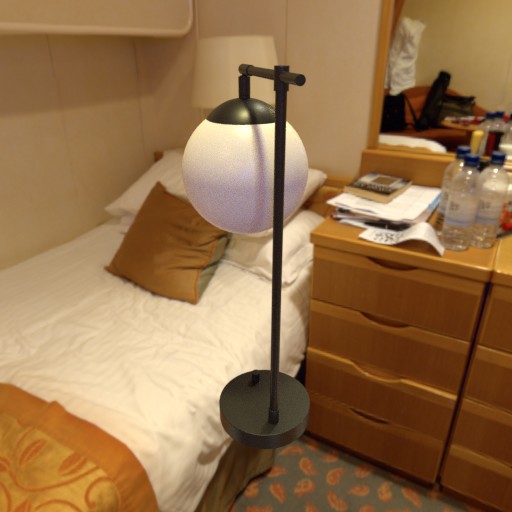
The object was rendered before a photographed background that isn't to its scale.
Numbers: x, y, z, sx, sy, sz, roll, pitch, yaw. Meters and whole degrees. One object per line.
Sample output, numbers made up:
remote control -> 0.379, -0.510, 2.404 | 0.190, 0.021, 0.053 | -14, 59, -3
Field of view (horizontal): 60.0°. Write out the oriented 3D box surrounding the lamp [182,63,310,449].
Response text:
lamp -> 0.000, 0.000, 0.697 | 0.197, 0.559, 0.316 | -7, 27, -15
